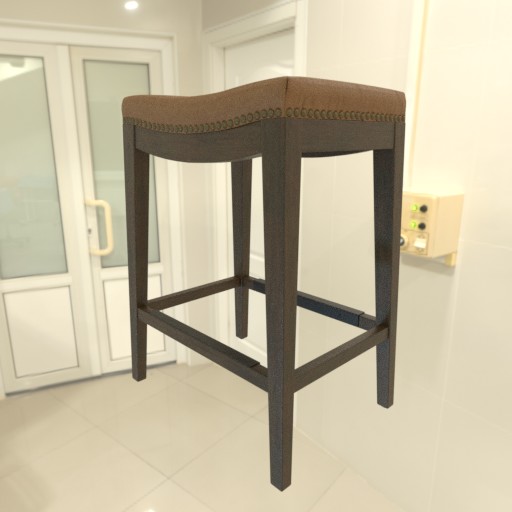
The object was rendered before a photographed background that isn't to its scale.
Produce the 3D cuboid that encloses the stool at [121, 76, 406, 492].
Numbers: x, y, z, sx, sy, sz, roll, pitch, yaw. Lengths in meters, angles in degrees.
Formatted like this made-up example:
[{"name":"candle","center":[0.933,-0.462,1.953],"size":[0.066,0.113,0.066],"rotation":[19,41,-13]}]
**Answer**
[{"name":"stool","center":[0.000,0.000,0.946],"size":[0.361,0.660,0.500],"rotation":[-14,21,-42]}]
